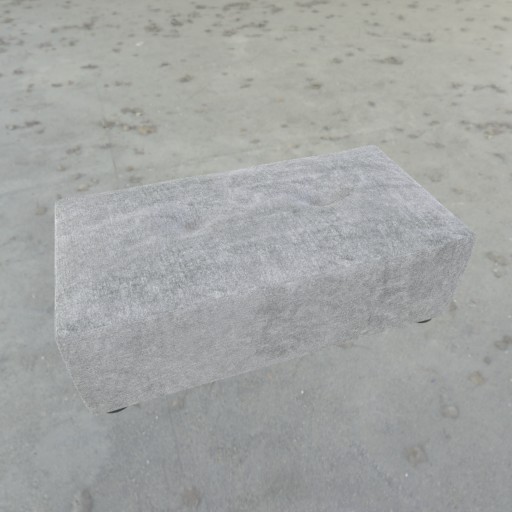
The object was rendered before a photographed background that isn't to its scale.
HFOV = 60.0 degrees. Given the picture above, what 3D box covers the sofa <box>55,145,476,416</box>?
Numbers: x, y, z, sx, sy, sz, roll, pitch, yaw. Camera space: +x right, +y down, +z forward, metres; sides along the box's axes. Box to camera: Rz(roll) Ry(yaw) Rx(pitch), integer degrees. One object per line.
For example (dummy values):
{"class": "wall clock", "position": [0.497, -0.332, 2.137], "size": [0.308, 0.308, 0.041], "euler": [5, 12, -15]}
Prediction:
{"class": "sofa", "position": [0.000, 0.000, 1.139], "size": [0.930, 0.330, 0.480], "euler": [-13, 43, -14]}
